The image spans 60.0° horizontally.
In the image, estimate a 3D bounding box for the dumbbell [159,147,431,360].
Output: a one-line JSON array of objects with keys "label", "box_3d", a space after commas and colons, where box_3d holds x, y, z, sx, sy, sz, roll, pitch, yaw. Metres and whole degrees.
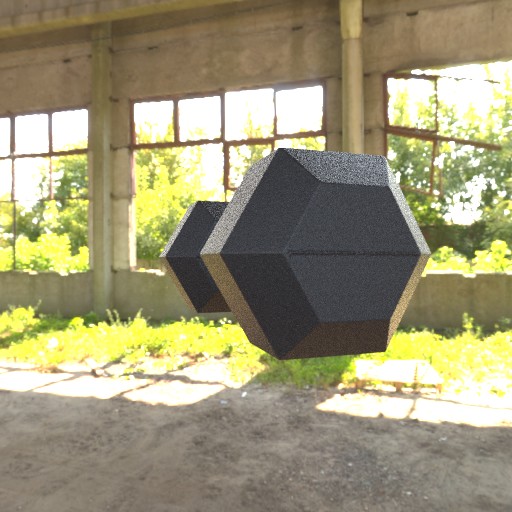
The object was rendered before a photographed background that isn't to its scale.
[{"label": "dumbbell", "box_3d": [0.000, 0.000, 0.371, 0.129, 0.113, 0.315, 0, -1, -19]}]
